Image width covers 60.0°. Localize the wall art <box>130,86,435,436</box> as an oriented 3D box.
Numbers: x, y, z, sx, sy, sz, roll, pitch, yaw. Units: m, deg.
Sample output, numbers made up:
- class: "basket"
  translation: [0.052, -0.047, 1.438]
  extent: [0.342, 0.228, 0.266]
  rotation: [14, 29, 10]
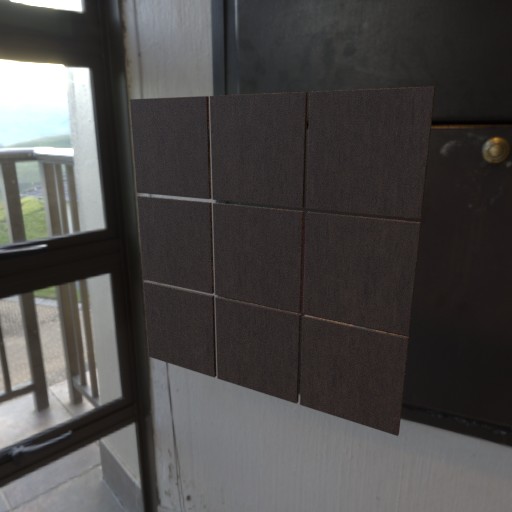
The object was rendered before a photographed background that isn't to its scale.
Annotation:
- class: "wall art"
  translation: [0.000, 0.000, 1.330]
  extent: [0.915, 0.914, 0.013]
  rotation: [9, 18, 28]
